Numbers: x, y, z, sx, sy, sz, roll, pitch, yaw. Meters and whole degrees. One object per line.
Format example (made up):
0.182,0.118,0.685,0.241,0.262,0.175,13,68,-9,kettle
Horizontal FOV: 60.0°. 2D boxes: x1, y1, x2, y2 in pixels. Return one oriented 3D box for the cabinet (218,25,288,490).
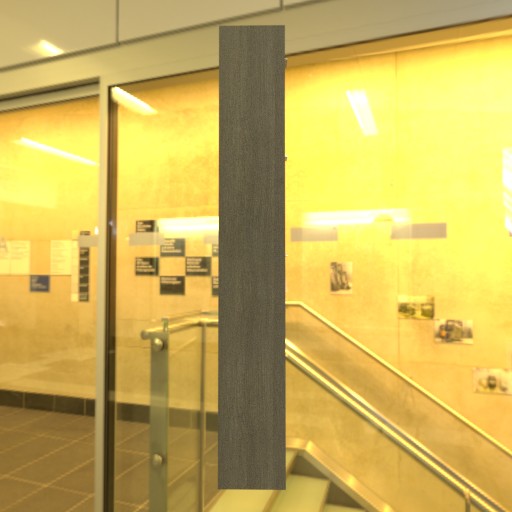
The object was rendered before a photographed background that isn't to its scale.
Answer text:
0.000,0.000,1.815,0.255,1.630,0.520,0,-2,1,cabinet
